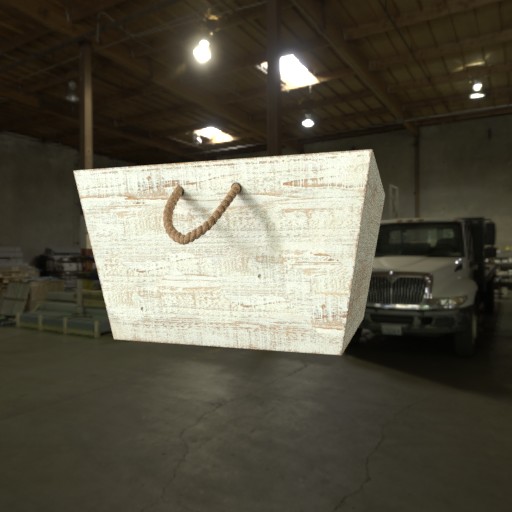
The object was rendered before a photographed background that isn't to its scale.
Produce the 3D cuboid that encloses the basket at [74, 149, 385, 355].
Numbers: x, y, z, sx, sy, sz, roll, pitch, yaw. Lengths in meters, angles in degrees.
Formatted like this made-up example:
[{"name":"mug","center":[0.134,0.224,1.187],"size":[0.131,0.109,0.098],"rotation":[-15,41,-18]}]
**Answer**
[{"name":"basket","center":[0.000,0.000,0.764],"size":[0.413,0.247,0.545],"rotation":[0,0,18]}]
